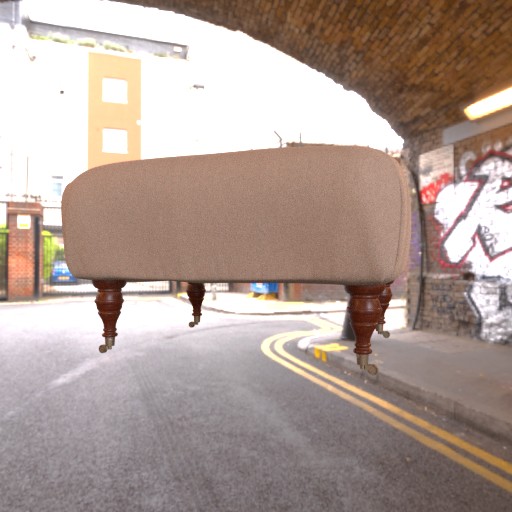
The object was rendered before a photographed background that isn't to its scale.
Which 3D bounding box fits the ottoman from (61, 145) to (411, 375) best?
[{"bbox_3d":[0.000,0.000,1.129,0.746,0.450,0.639,0,-1,20],"label":"ottoman"}]
